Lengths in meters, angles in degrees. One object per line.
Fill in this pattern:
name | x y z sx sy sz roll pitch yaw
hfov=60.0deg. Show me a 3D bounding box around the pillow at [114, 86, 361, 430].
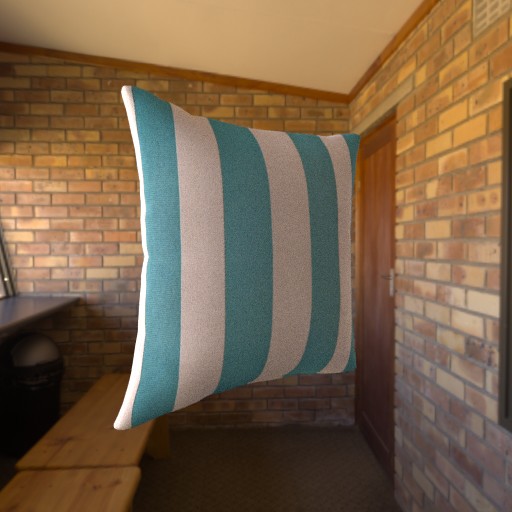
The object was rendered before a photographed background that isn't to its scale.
pillow | 0.000 0.000 0.827 0.536 0.526 0.189 -1 2 -36
